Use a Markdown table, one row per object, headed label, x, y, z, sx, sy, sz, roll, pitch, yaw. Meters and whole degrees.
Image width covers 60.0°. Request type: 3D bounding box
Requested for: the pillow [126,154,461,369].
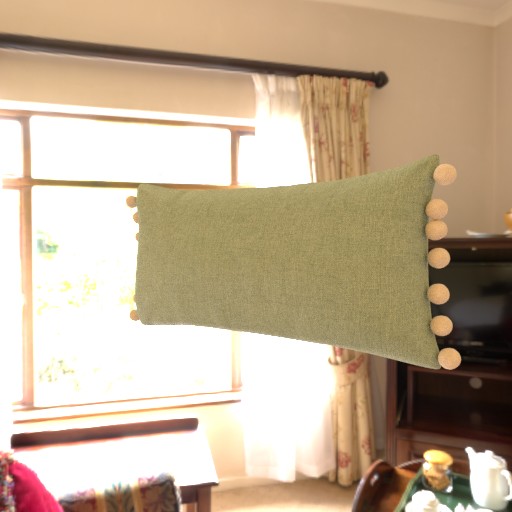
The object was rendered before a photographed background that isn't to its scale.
| label | x | y | z | sx | sy | sz | roll | pitch | yaw |
| --- | --- | --- | --- | --- | --- | --- | --- | --- | --- |
| pillow | 0.000 | 0.000 | 0.820 | 0.709 | 0.322 | 0.201 | 1 | 1 | 37 |
